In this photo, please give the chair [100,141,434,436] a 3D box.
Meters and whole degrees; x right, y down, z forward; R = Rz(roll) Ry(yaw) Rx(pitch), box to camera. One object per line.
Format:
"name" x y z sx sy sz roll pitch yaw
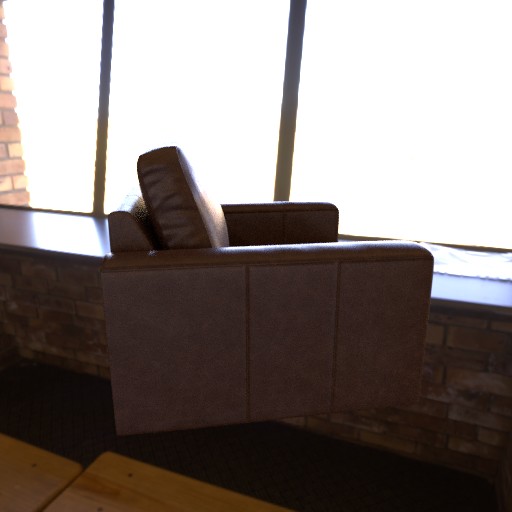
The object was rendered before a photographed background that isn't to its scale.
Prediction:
"chair" 0.000 0.000 1.760 1.016 0.873 1.005 -3 16 -9
